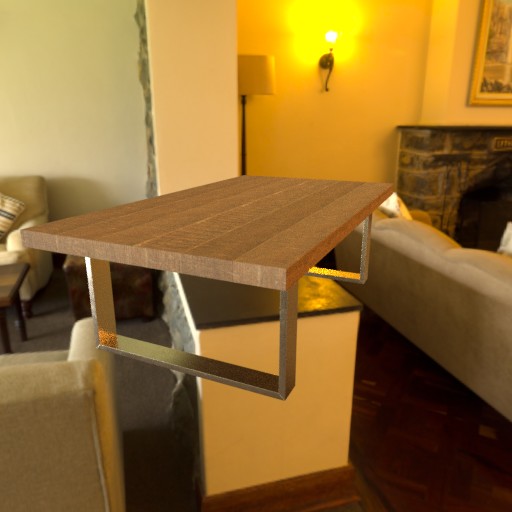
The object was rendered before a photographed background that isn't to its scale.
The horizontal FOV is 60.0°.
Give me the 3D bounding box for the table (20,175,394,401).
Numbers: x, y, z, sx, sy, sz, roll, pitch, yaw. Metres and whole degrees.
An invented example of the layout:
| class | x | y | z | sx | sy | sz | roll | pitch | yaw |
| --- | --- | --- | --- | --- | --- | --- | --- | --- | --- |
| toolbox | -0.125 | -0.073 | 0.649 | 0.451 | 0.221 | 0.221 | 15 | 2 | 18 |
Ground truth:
| class | x | y | z | sx | sy | sz | roll | pitch | yaw |
| --- | --- | --- | --- | --- | --- | --- | --- | --- | --- |
| table | 0.000 | 0.000 | 1.744 | 0.800 | 0.440 | 1.400 | 8 | 19 | 24 |
